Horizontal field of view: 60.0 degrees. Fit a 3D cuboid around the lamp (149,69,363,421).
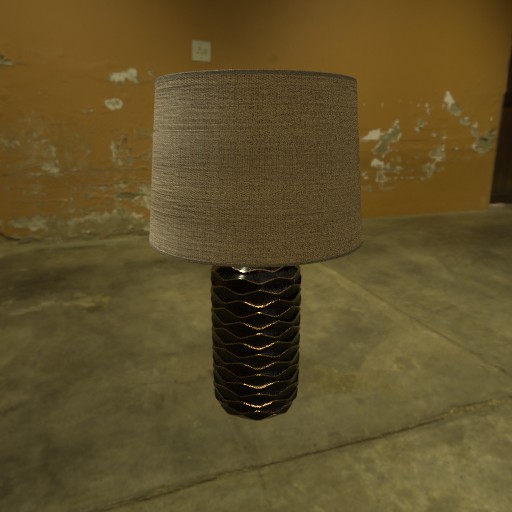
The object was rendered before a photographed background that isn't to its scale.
[{"bbox_3d":[0.000,0.000,0.811,0.376,0.594,0.376,0,16,0],"label":"lamp"}]
